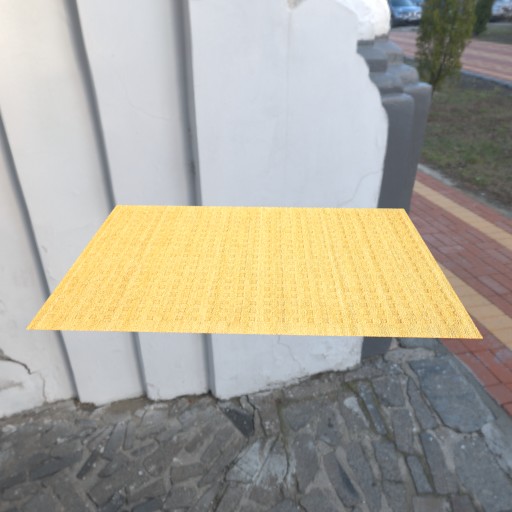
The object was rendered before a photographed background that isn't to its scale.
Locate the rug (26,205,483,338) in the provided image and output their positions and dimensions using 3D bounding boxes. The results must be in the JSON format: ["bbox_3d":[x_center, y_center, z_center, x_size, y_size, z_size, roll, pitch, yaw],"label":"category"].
[{"bbox_3d":[0.000,0.000,2.873,2.286,0.006,1.524,1,31,2],"label":"rug"}]
